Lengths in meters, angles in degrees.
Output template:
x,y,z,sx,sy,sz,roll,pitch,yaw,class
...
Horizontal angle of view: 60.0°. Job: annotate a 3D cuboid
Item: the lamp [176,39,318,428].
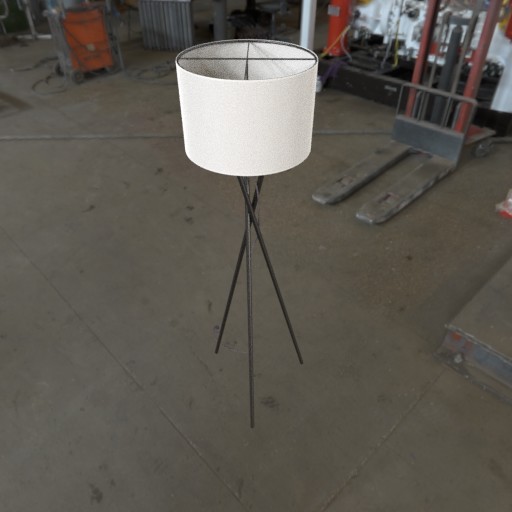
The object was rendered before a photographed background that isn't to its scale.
x,y,z,sx,sy,sz,roll,pitch,yaw,class
0.000,0.000,1.890,0.522,1.624,0.667,1,39,1,lamp
